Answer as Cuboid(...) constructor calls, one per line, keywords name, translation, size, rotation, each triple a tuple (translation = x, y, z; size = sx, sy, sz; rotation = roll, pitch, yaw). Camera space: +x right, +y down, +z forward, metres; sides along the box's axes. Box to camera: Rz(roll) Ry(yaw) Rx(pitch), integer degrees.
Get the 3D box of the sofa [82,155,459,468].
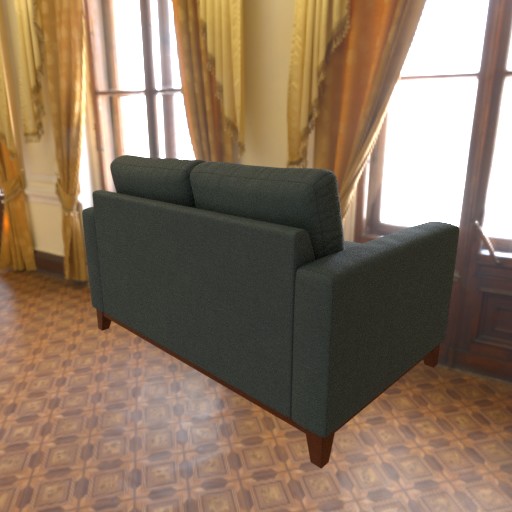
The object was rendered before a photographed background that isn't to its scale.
Cuboid(name="sofa", translation=(0.000, 0.000, 2.055), size=(1.489, 0.903, 0.955), rotation=(15, 22, 42))
